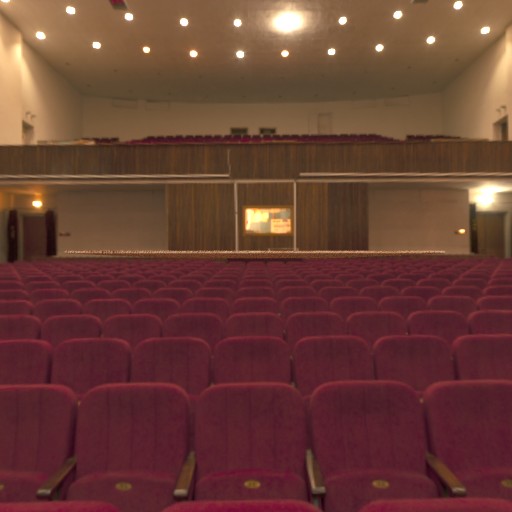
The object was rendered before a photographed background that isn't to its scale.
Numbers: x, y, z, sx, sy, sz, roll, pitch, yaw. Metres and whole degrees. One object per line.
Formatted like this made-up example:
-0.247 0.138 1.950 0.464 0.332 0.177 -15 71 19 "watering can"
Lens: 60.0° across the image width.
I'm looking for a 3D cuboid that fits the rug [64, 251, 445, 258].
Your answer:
0.000 0.000 2.983 1.533 0.011 2.439 0 -1 0 "rug"
